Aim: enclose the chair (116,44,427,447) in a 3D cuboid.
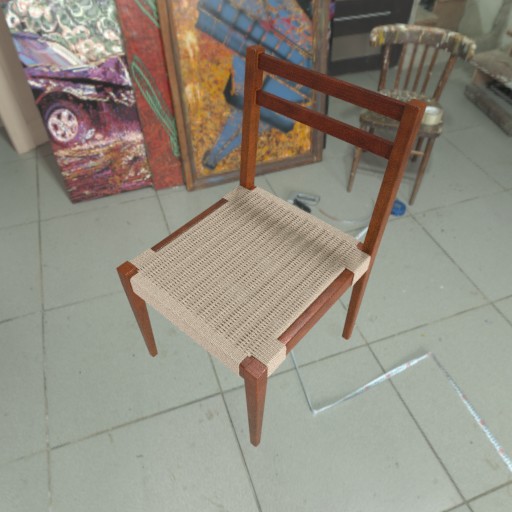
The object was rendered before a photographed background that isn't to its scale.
[{"bbox_3d":[0.000,0.000,1.223,0.495,0.851,0.569,32,54,27],"label":"chair"}]
